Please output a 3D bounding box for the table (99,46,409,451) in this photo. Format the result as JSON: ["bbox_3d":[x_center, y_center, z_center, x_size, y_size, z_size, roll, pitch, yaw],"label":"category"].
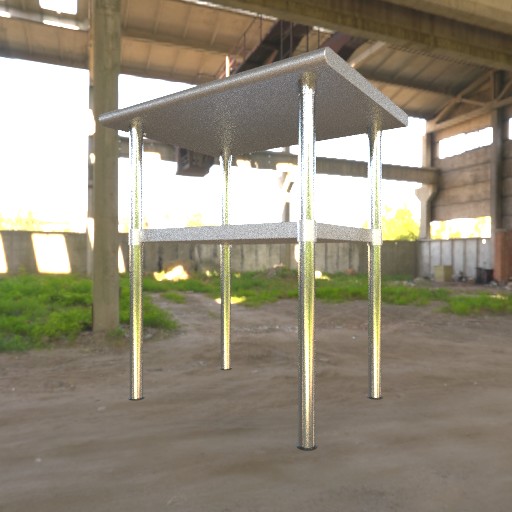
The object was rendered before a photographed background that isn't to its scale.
[{"bbox_3d":[0.000,0.000,1.370,0.762,0.876,0.584,0,0,35],"label":"table"}]
